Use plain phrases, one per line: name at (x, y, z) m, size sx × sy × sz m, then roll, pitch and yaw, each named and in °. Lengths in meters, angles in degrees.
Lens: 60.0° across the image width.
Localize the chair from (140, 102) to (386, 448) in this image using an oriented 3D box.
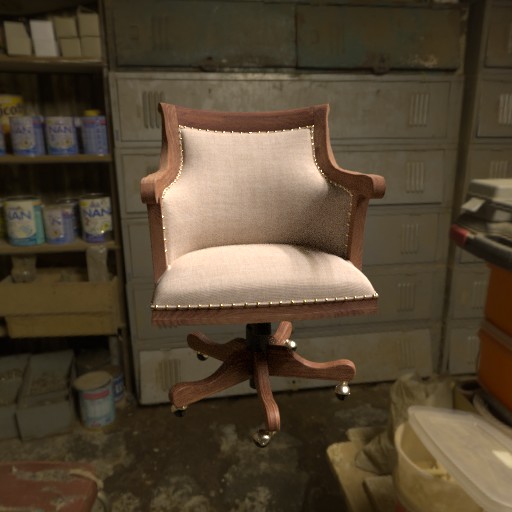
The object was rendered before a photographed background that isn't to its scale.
chair at (0.000, 0.000, 1.439) m, size 0.656 × 0.965 × 0.689 m, roll -2°, pitch 16°, yaw -7°
